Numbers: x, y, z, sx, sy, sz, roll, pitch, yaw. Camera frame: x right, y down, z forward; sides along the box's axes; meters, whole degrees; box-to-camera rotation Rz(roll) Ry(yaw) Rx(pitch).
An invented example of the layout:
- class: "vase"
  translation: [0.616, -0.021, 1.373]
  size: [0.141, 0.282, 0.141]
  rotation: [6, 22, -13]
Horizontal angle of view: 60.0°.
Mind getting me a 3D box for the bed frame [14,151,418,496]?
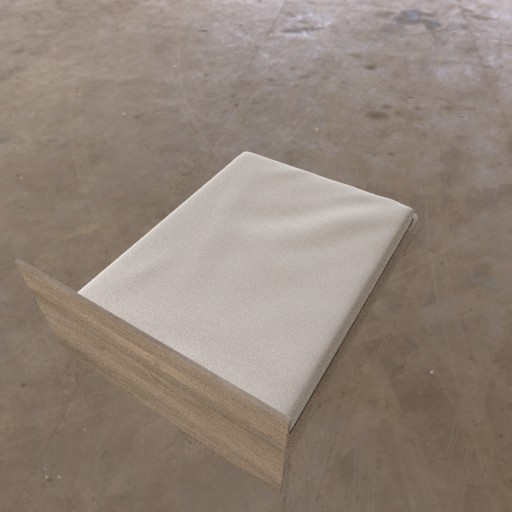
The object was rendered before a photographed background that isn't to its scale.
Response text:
- class: "bed frame"
  translation: [0.000, 0.000, 2.695]
  size: [1.490, 0.800, 1.950]
  rotation: [24, 50, 22]
